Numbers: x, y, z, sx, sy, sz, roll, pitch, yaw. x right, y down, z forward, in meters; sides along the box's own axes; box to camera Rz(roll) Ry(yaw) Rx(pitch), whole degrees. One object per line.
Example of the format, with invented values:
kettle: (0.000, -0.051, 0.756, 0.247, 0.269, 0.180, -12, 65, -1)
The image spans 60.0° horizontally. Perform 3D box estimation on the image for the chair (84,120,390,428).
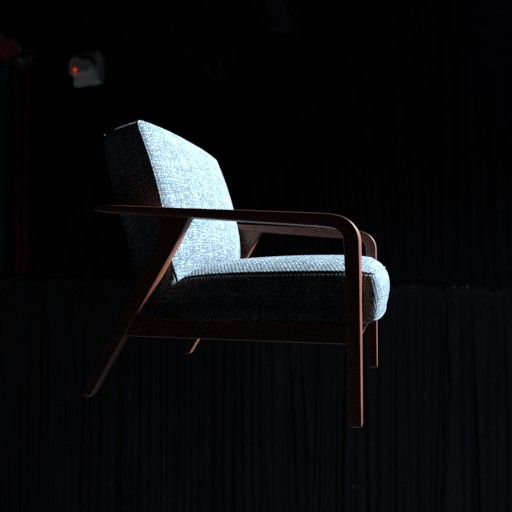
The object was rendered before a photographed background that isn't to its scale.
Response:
chair: (0.000, 0.000, 1.547, 0.889, 0.864, 0.719, 0, -1, 19)
